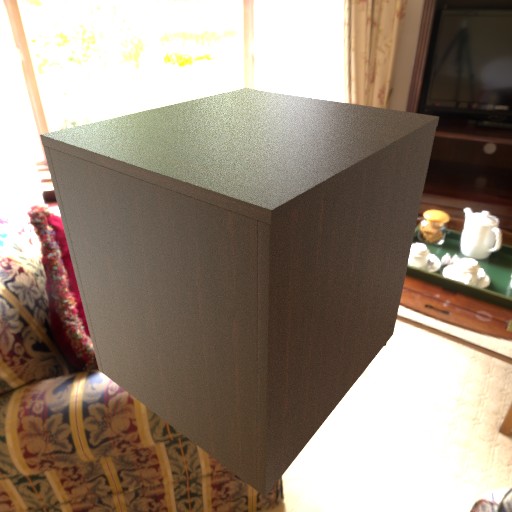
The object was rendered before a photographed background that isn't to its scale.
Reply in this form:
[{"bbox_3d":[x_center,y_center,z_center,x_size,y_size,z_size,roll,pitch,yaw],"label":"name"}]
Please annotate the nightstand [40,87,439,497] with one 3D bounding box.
[{"bbox_3d":[0.000,0.000,0.781,0.400,0.460,0.461,22,37,32],"label":"nightstand"}]
